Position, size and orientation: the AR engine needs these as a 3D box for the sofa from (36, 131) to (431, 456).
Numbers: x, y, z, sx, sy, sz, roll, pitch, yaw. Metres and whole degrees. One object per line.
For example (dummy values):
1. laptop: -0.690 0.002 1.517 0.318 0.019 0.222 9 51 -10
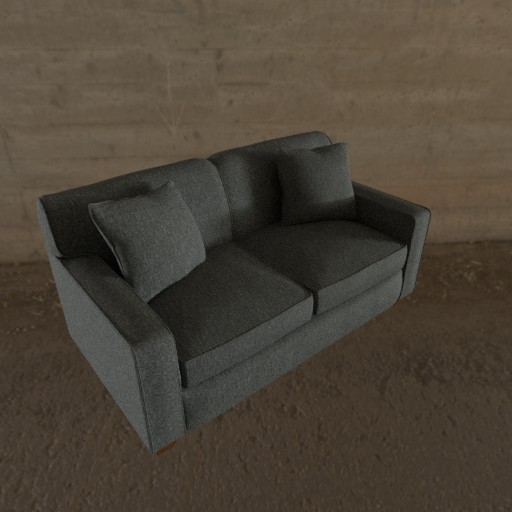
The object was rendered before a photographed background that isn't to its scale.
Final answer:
1. sofa: 0.000 0.000 2.399 1.846 0.958 0.998 -23 37 -33
